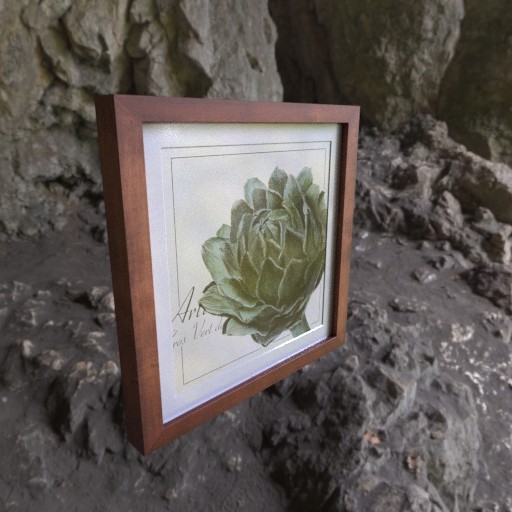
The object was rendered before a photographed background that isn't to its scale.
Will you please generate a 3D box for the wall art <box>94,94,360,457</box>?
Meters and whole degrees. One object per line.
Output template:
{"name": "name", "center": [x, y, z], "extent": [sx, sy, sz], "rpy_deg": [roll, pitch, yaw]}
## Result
{"name": "wall art", "center": [0.000, 0.000, 0.587], "extent": [0.386, 0.385, 0.038], "rpy_deg": [-15, 22, -42]}
